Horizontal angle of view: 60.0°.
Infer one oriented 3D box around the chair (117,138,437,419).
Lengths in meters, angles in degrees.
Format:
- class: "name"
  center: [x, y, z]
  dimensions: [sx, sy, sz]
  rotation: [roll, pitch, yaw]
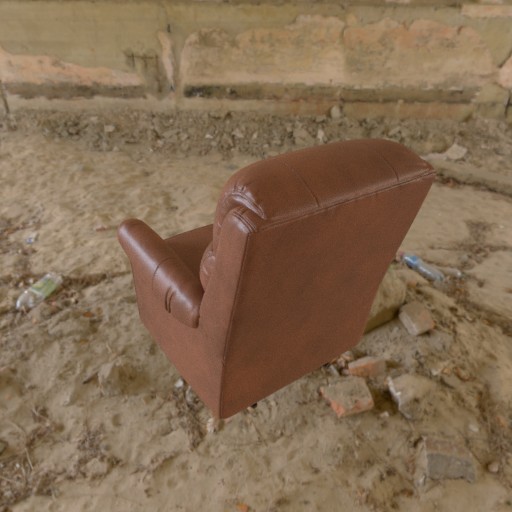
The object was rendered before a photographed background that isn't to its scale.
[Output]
- class: "chair"
  center: [0.000, 0.000, 1.817]
  dimensions: [0.838, 1.054, 1.014]
  rotation: [-20, 36, -30]
